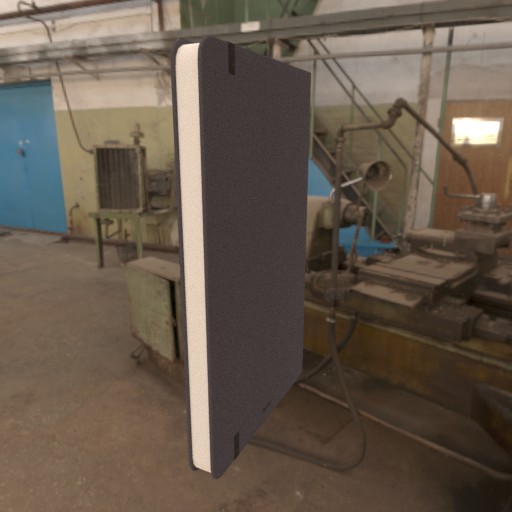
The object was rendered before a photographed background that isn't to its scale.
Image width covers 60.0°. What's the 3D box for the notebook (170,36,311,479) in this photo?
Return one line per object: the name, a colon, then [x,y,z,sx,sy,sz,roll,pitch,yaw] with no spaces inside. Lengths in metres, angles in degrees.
notebook: [0.000,0.000,0.257,0.016,0.213,0.127,7,17,26]
